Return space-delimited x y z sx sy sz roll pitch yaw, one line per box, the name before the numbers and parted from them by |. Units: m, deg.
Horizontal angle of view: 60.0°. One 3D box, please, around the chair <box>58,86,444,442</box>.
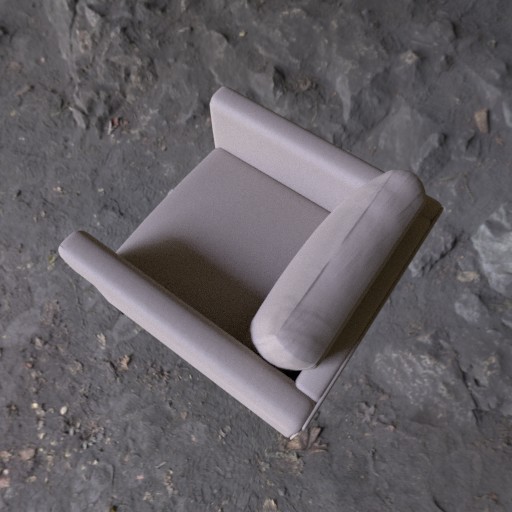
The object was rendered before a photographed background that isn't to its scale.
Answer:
chair | 0.000 0.000 1.680 0.959 0.838 0.914 33 69 15
